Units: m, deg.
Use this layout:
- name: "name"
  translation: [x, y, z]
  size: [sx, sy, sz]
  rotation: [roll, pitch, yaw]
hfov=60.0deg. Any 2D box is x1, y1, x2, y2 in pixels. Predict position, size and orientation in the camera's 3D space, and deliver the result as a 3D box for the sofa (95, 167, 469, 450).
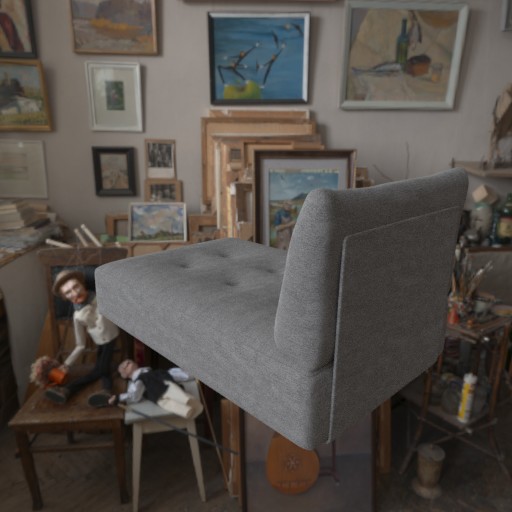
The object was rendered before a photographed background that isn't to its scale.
- name: "sofa"
  translation: [0.000, 0.000, 1.993]
  size: [0.930, 0.820, 1.450]
  rotation: [-15, 22, -41]
